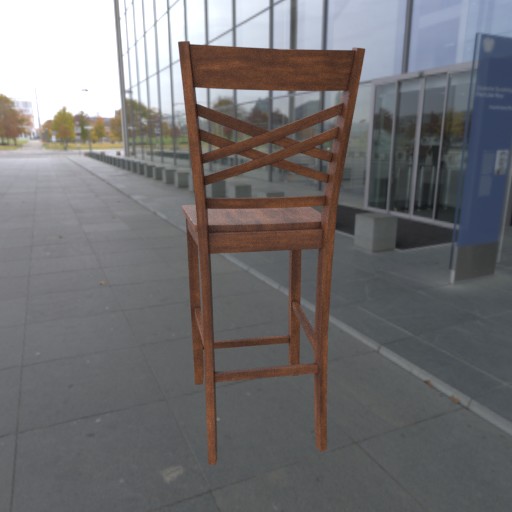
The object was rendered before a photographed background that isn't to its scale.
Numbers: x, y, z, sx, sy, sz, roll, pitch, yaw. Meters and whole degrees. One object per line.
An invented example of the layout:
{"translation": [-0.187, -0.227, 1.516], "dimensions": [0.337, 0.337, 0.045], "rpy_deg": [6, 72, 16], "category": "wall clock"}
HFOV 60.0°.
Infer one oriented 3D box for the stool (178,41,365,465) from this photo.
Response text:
{"translation": [0.000, 0.000, 1.349], "dimensions": [0.426, 1.098, 0.504], "rpy_deg": [-3, 15, -10], "category": "stool"}
